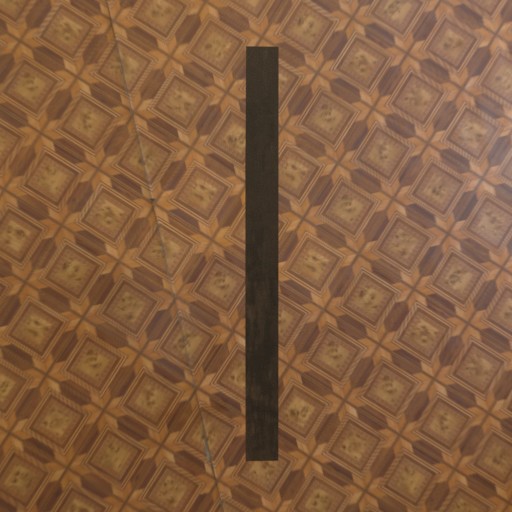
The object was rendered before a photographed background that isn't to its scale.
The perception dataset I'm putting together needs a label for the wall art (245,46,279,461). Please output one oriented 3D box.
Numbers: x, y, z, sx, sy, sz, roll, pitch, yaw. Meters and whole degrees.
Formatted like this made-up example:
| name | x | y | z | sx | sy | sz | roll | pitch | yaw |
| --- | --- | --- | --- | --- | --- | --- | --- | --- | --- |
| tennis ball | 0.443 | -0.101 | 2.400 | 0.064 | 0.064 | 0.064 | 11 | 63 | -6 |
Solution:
| name | x | y | z | sx | sy | sz | roll | pitch | yaw |
| --- | --- | --- | --- | --- | --- | --- | --- | --- | --- |
| wall art | 0.000 | 0.000 | 0.554 | 0.027 | 0.406 | 0.329 | 0 | 89 | -1 |
